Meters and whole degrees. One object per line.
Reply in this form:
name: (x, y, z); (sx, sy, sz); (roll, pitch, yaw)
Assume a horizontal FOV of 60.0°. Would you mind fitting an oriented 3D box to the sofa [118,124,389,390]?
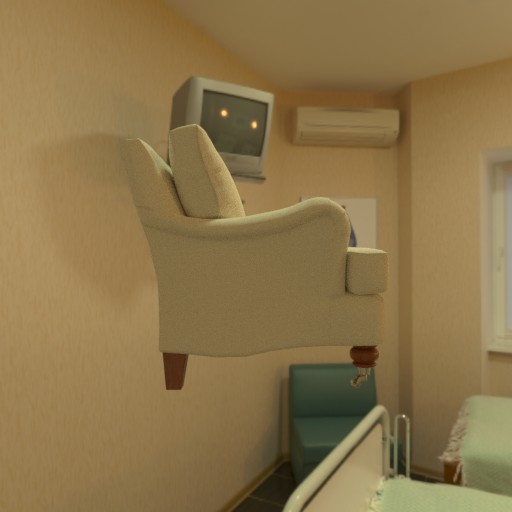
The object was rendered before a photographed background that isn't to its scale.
sofa: (0.000, 0.000, 2.761); (1.086, 1.087, 2.159); (0, -1, 0)
